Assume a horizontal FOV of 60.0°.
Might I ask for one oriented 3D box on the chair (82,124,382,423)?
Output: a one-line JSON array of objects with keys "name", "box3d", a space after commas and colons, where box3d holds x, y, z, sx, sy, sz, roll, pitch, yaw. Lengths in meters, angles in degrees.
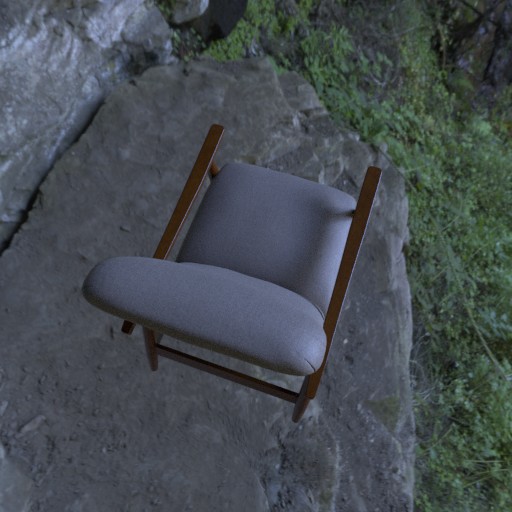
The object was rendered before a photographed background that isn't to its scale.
[{"name": "chair", "box3d": [0.000, 0.000, 1.760, 0.762, 1.082, 1.032, 17, 65, 8]}]
